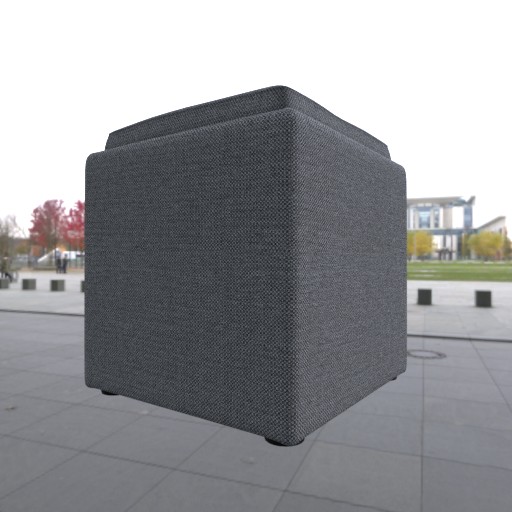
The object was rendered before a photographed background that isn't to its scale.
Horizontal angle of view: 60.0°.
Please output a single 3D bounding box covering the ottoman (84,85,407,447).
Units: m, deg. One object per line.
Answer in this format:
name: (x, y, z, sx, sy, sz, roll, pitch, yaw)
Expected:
ottoman: (0.000, 0.000, 0.842, 0.436, 0.487, 0.454, 0, 0, 36)
